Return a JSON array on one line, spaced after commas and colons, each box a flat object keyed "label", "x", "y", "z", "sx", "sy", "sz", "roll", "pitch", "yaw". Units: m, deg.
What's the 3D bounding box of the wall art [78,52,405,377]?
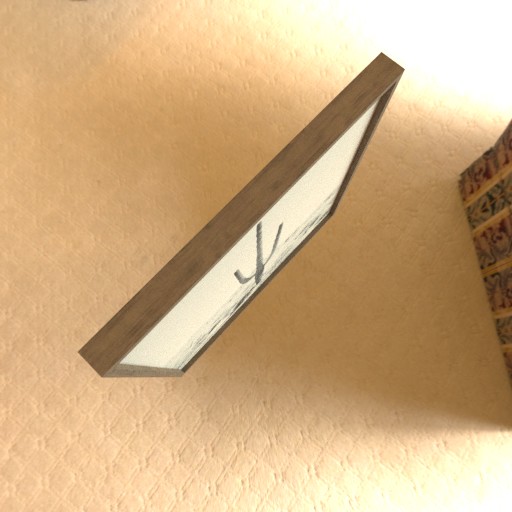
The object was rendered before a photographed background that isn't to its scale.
[{"label": "wall art", "x": 0.000, "y": 0.000, "z": 0.754, "sx": 0.038, "sy": 0.508, "sz": 0.508, "roll": 42, "pitch": 79, "yaw": 10}]
